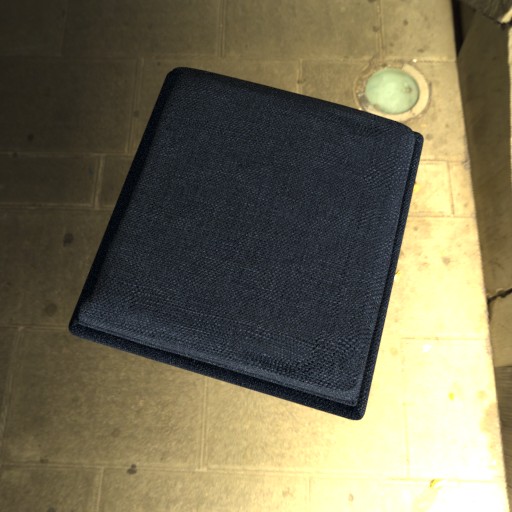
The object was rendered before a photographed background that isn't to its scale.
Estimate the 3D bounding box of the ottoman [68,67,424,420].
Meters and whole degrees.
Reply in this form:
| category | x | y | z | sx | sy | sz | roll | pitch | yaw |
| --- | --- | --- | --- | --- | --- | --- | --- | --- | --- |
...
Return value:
| category | x | y | z | sx | sy | sz | roll | pitch | yaw |
| --- | --- | --- | --- | --- | --- | --- | --- | --- | --- |
| ottoman | 0.000 | 0.000 | 0.831 | 0.436 | 0.493 | 0.454 | 16 | 76 | 4 |
